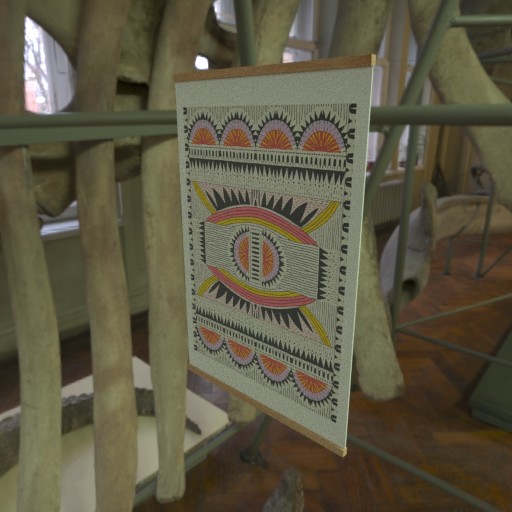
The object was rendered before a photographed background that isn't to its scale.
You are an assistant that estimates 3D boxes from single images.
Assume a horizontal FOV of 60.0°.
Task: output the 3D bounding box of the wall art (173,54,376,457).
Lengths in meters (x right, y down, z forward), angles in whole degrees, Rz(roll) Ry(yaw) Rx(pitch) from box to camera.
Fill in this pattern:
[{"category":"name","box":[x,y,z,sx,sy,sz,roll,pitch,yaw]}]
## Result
[{"category":"wall art","box":[0.000,0.000,1.938,0.999,1.533,0.028,15,23,40]}]
